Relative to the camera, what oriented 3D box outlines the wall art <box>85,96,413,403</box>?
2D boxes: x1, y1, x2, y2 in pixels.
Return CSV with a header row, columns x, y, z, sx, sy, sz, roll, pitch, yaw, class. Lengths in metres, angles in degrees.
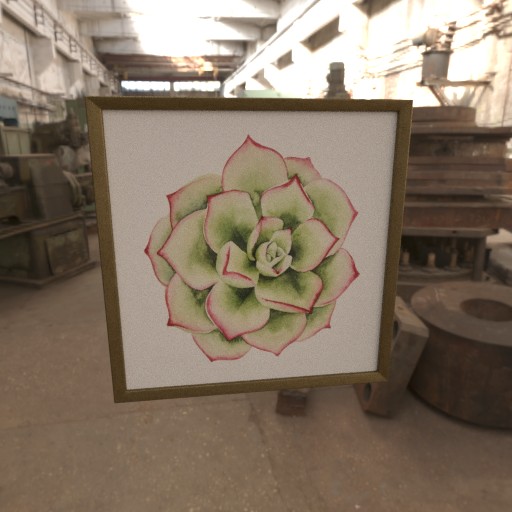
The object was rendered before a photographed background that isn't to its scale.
x,y,z,sx,sy,sz,roll,pitch,yaw,class
0.000,0.000,0.754,0.503,0.506,0.031,-2,16,-8,wall art
